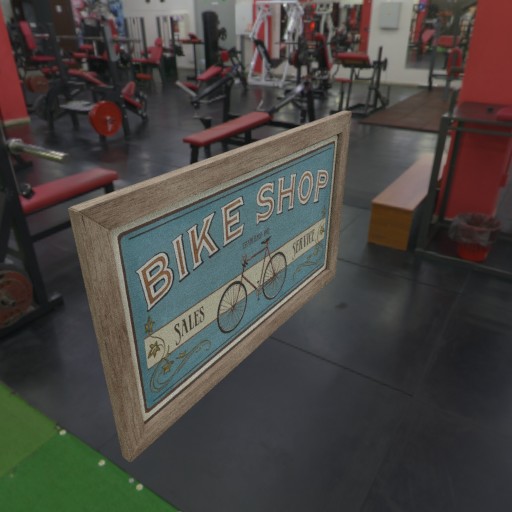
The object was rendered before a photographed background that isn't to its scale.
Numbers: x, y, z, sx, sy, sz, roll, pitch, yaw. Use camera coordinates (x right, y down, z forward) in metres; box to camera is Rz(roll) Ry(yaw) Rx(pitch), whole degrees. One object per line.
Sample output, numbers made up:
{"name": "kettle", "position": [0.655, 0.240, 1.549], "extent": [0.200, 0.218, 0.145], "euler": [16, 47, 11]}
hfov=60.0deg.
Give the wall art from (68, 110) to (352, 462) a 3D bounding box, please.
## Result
{"name": "wall art", "position": [0.000, 0.000, 0.947], "extent": [0.021, 0.480, 0.780], "euler": [19, 34, 31]}
